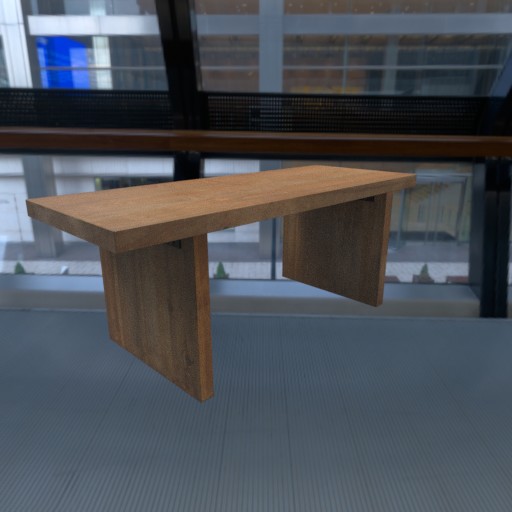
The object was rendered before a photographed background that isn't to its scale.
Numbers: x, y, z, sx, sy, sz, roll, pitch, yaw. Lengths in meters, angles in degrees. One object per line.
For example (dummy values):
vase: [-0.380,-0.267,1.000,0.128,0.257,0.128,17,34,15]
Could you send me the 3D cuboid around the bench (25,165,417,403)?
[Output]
bench: [0.000,0.000,1.428,1.183,0.458,0.458,-17,24,-42]
